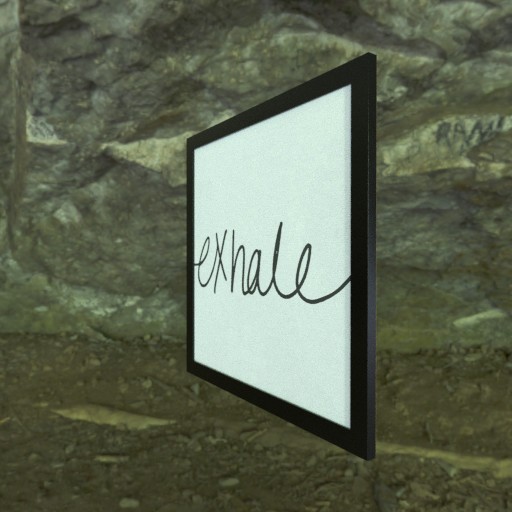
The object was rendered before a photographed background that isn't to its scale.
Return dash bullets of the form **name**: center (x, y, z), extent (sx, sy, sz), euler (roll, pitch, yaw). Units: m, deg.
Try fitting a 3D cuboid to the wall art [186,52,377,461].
- **wall art**: center (0.000, 0.000, 0.668), extent (0.014, 0.445, 0.446), euler (0, 0, -35)
